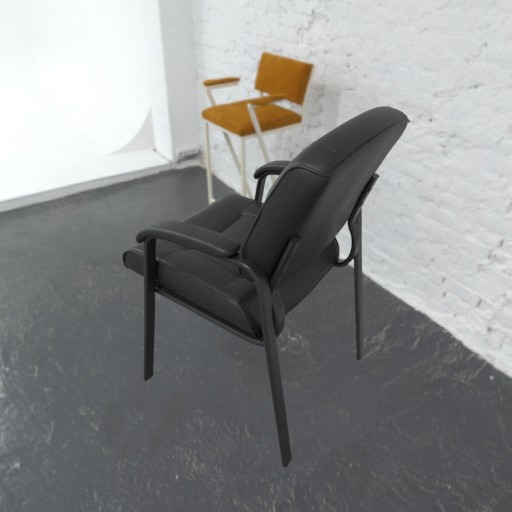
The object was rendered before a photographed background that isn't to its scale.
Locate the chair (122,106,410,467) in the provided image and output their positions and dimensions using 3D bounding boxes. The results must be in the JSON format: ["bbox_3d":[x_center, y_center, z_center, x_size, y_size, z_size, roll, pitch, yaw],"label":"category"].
[{"bbox_3d":[0.000,0.000,1.321,0.668,0.910,0.591,21,38,29],"label":"chair"}]
